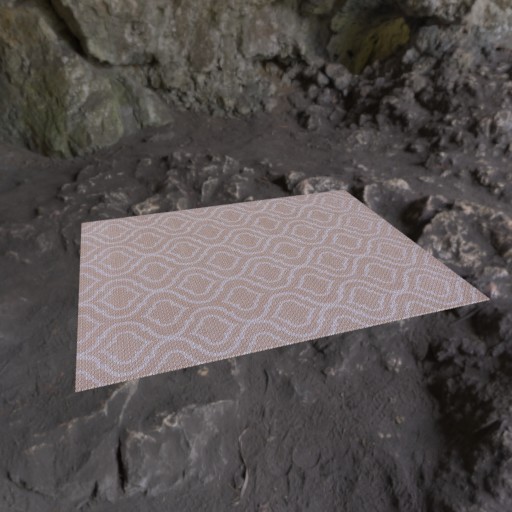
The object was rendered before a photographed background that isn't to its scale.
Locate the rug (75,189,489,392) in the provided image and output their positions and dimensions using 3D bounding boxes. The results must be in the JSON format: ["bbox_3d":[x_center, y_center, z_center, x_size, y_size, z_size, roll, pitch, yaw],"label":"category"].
[{"bbox_3d":[0.000,0.000,3.832,2.894,0.013,2.286,-9,31,-15],"label":"rug"}]
